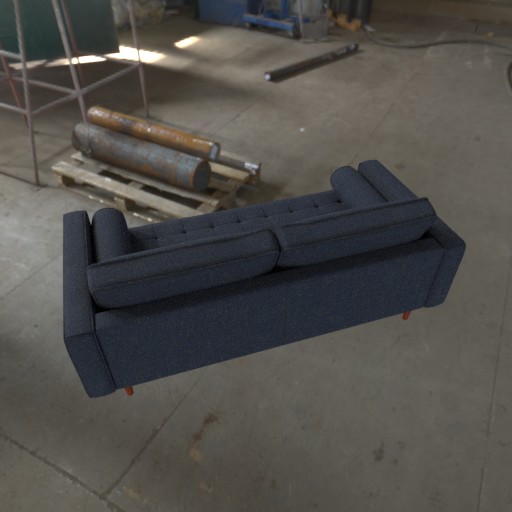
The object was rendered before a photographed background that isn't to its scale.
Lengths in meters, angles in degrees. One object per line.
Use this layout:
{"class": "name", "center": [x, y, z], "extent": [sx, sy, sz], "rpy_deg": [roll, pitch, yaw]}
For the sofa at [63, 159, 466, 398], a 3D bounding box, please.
{"class": "sofa", "center": [0.000, 0.000, 2.373], "extent": [1.880, 0.762, 0.914], "rpy_deg": [-12, 43, -13]}
